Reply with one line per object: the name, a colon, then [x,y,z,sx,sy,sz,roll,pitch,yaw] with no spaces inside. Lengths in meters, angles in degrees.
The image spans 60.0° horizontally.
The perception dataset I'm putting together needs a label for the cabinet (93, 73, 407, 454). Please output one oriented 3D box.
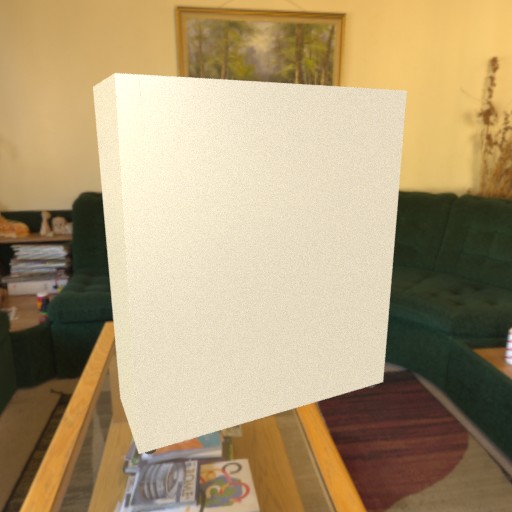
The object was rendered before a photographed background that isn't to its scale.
cabinet: [0.000,0.000,1.620,0.990,1.150,0.348,-7,16,-25]
